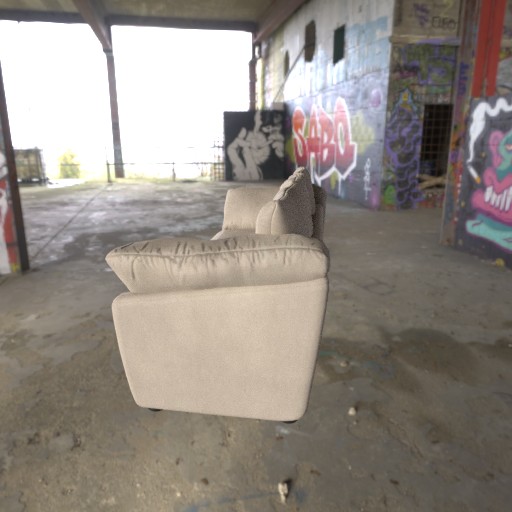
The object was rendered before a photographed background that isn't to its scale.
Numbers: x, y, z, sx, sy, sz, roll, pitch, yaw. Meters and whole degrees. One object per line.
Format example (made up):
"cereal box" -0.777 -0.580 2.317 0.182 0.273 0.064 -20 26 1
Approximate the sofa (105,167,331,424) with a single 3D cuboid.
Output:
"sofa" 0.000 0.000 2.802 0.878 0.996 2.334 2 15 8
